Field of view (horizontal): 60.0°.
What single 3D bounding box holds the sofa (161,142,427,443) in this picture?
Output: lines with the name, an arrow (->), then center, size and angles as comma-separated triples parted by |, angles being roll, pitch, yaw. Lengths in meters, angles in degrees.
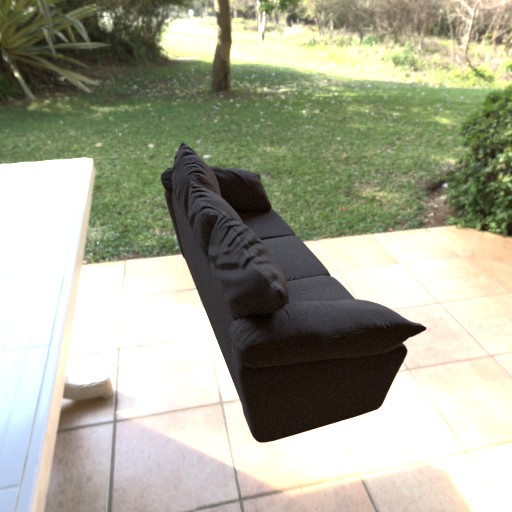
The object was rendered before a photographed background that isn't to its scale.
sofa -> 0.000, 0.000, 2.985 | 0.927, 1.043, 2.390 | -10, 32, -16
